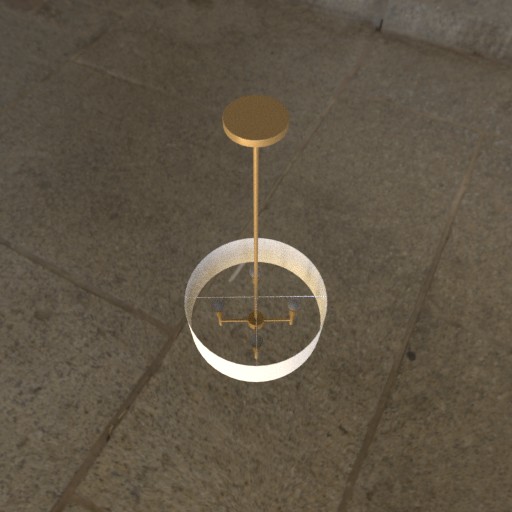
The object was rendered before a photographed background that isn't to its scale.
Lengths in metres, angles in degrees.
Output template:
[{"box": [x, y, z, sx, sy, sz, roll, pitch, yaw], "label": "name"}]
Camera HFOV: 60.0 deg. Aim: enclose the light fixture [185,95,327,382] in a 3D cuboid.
[{"box": [0.000, 0.000, 1.350, 0.508, 1.067, 0.508, 0, 58, 0], "label": "light fixture"}]
